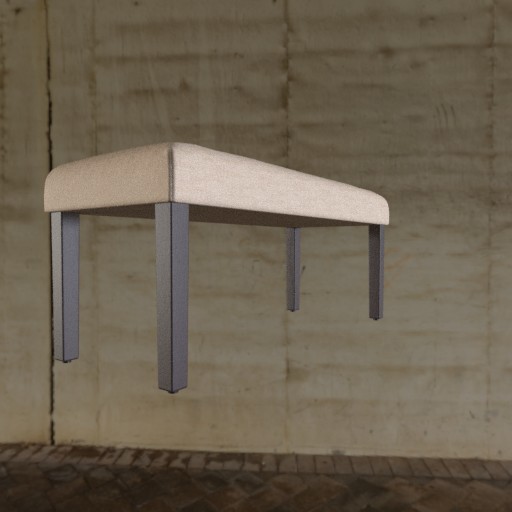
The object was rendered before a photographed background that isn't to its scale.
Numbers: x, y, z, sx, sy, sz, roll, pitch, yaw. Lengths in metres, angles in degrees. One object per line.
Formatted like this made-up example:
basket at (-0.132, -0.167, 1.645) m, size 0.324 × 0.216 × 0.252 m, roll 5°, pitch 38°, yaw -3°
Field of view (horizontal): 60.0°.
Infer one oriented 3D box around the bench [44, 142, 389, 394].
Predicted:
bench at (0.000, 0.000, 1.252) m, size 0.407 × 0.456 × 1.013 m, roll 1°, pitch 2°, yaw 36°
